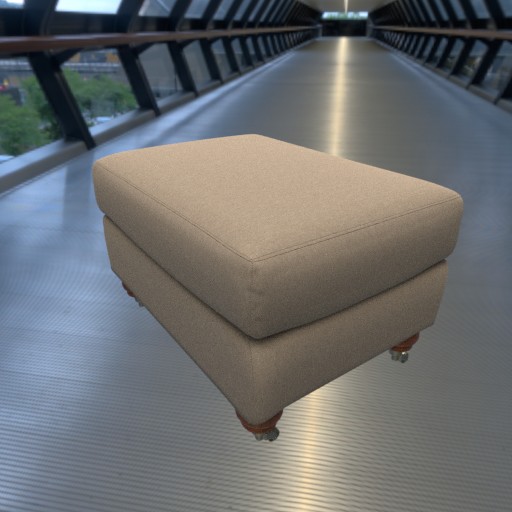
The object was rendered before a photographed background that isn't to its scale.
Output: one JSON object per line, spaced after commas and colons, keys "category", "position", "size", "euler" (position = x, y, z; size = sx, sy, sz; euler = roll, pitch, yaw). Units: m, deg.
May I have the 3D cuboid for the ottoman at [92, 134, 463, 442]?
{"category": "ottoman", "position": [0.000, 0.000, 1.133], "size": [0.574, 0.497, 0.773], "euler": [-18, 31, -31]}
